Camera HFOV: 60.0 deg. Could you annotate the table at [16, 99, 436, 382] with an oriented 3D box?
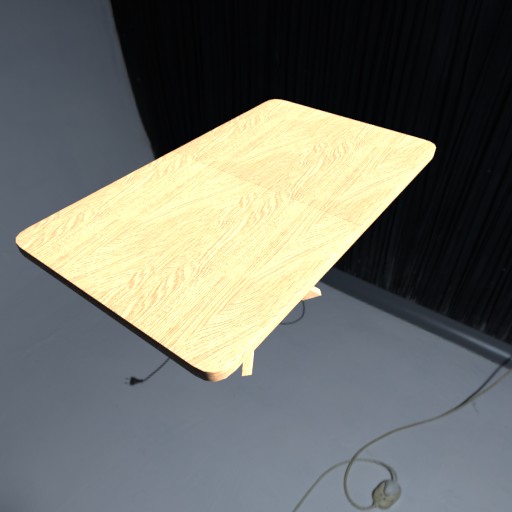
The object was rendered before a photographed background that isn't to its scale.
[{"bbox_3d":[0.000,0.000,2.054,0.950,0.770,1.600,26,47,27],"label":"table"}]
